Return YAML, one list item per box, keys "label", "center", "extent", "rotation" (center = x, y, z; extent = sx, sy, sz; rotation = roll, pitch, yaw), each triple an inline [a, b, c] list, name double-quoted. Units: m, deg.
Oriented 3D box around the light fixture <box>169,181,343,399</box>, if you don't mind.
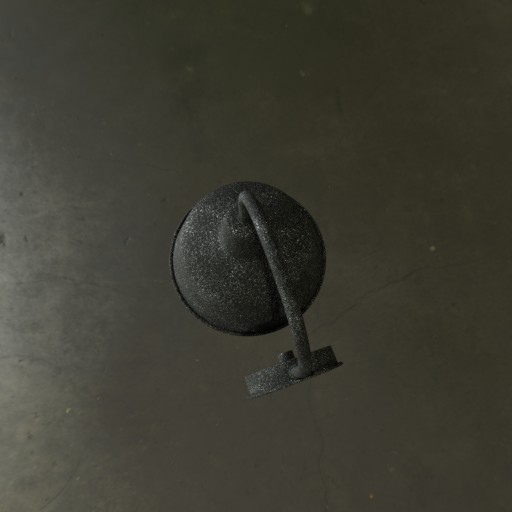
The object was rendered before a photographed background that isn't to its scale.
- label: "light fixture"
  center: [0.000, 0.000, 0.484]
  extent: [0.216, 0.300, 0.283]
  rotation: [-19, 76, -5]
